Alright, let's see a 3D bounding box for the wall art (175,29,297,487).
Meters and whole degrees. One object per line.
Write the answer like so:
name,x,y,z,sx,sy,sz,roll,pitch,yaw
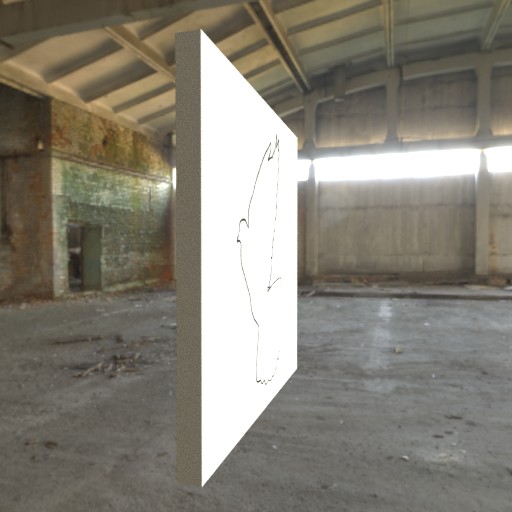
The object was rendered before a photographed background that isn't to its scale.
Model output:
wall art,0.000,0.000,0.886,0.038,0.610,0.610,0,1,17
